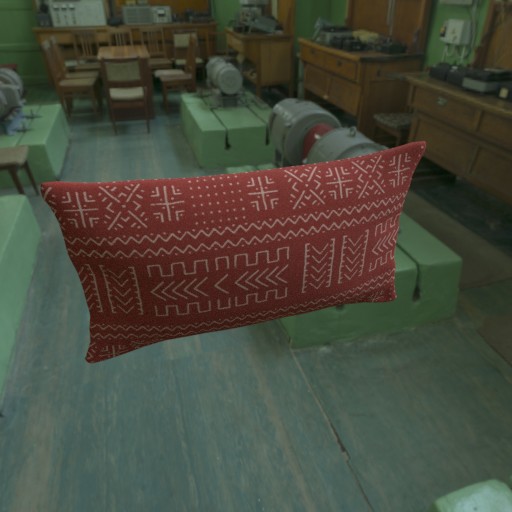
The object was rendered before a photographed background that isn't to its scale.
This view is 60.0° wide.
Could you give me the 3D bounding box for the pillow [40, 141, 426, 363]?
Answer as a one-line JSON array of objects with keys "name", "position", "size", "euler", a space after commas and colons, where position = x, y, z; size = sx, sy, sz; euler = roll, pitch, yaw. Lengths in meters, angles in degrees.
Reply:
[{"name": "pillow", "position": [0.000, 0.000, 0.785], "size": [0.640, 0.352, 0.130], "euler": [-9, 33, -15]}]
